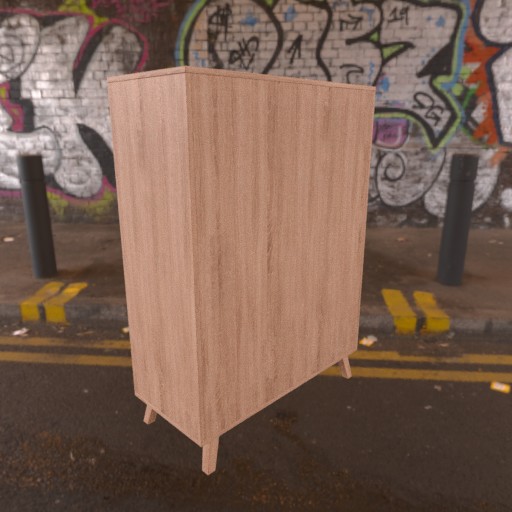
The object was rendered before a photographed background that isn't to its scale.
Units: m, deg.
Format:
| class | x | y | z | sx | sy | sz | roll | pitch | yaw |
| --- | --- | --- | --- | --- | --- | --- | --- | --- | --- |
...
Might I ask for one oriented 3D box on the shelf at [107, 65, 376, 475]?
| class | x | y | z | sx | sy | sz | roll | pitch | yaw |
| --- | --- | --- | --- | --- | --- | --- | --- | --- | --- |
| shelf | 0.000 | 0.000 | 1.901 | 0.450 | 1.390 | 1.000 | 16 | 23 | 43 |
